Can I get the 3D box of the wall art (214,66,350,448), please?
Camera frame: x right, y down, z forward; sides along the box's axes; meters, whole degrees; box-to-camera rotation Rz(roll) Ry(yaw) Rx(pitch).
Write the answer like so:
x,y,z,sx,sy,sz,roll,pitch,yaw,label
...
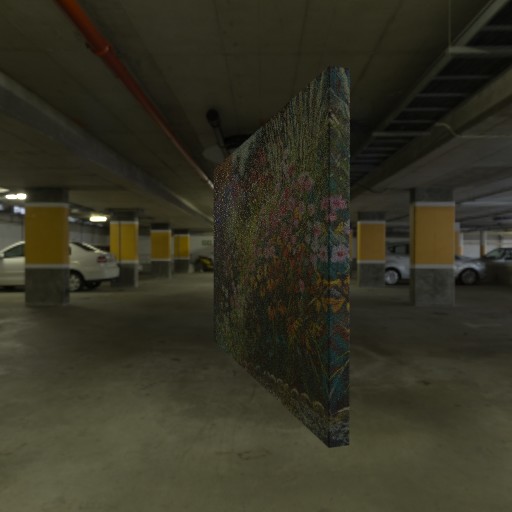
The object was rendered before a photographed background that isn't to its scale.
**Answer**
x,y,z,sx,sy,sz,roll,pitch,yaw,label
0.000,0.000,1.140,0.037,0.604,0.908,0,0,-17,wall art
